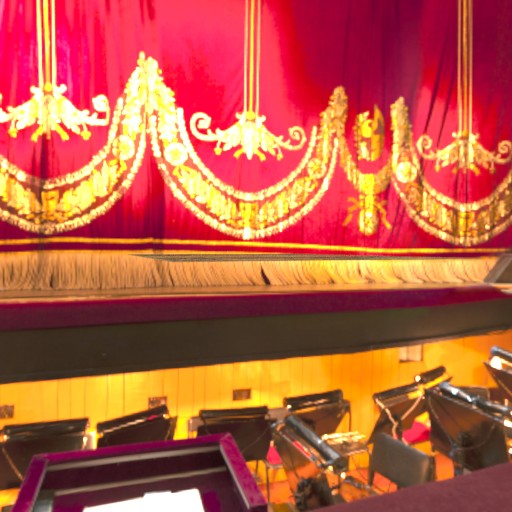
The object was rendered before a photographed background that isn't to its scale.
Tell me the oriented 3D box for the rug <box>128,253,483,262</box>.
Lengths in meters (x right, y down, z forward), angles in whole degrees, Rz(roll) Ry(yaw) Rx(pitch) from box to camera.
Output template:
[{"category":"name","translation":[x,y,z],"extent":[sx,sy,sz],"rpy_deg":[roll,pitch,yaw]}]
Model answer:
[{"category":"rug","translation":[0.000,0.000,3.017],"extent":[1.566,0.004,2.363],"rpy_deg":[0,1,-19]}]
